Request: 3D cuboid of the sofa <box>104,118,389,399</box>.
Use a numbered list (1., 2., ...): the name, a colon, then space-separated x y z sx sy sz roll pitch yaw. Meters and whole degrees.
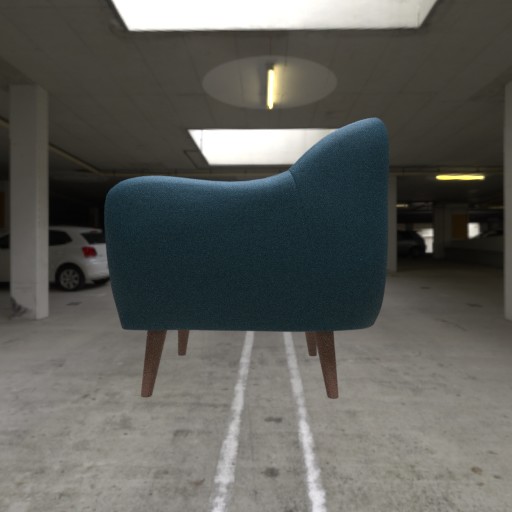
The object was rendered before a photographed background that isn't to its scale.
1. sofa: 0.000 0.000 1.559 0.825 0.817 0.836 0 0 1
